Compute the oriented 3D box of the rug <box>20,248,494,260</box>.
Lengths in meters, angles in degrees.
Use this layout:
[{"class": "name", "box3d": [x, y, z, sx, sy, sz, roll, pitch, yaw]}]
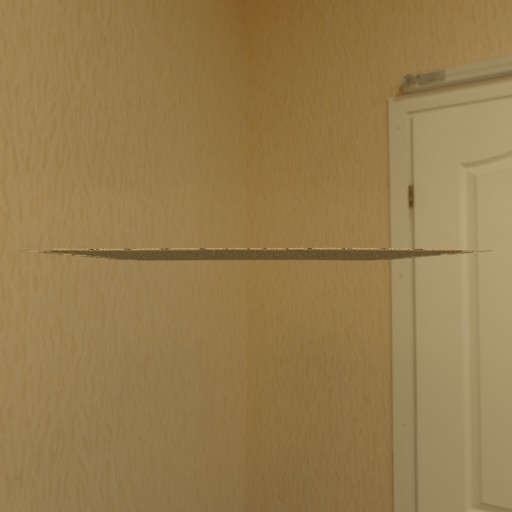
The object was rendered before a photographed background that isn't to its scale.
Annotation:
[{"class": "rug", "box3d": [0.000, 0.000, 4.181, 3.213, 0.030, 2.388, 0, -2, 0]}]
